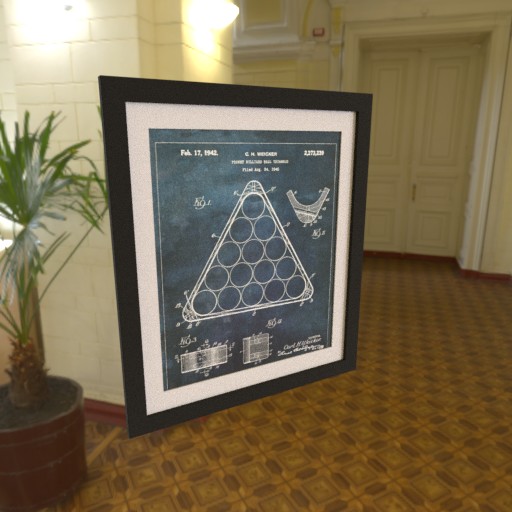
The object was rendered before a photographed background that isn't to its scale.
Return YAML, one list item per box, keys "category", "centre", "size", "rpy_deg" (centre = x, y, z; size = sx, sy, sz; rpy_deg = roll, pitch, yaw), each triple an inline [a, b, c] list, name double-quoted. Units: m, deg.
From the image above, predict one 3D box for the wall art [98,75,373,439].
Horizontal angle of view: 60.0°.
- category: "wall art"
  centre: [0.000, 0.000, 0.502]
  size: [0.311, 0.361, 0.010]
  rpy_deg: [-8, 16, -28]
